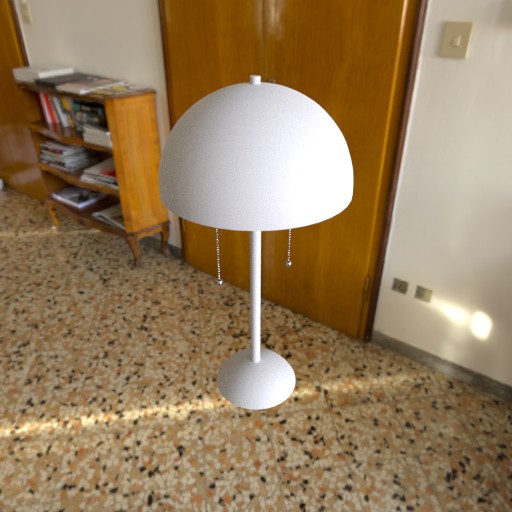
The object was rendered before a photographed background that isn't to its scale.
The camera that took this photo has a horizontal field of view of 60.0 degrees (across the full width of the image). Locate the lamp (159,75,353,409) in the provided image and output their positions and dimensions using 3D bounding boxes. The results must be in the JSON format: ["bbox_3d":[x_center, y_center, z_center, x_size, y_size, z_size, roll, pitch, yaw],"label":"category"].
[{"bbox_3d":[0.000,0.000,0.435,0.171,0.330,0.171,0,30,0],"label":"lamp"}]
